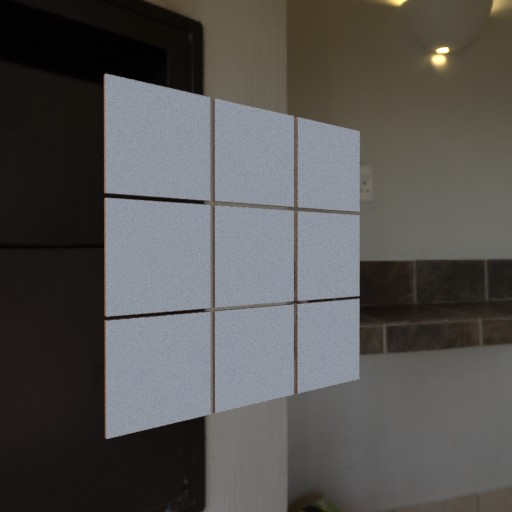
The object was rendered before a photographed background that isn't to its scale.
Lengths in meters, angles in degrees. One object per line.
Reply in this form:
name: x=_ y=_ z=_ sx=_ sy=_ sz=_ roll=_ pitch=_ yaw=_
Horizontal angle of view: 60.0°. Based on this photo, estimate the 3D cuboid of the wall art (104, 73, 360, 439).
wall art: x=0.000 y=0.000 z=1.874 sx=1.256 sy=1.246 sz=0.017 roll=0 pitch=1 yaw=-35
